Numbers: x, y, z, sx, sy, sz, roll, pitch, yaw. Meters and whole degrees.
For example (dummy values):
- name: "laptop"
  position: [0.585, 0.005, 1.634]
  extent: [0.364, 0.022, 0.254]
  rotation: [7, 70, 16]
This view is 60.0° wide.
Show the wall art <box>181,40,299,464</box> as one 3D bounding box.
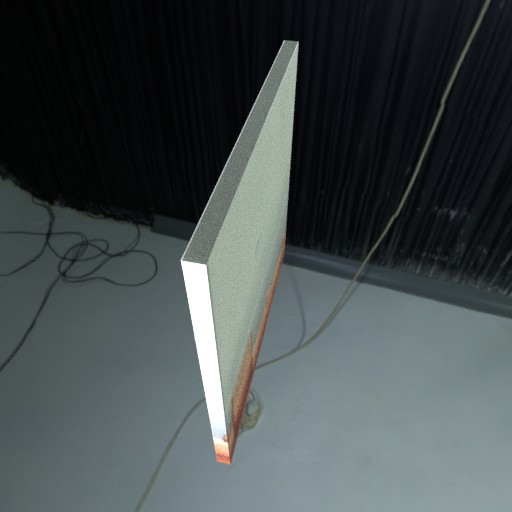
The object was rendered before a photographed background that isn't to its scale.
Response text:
- name: "wall art"
  position: [0.000, 0.000, 1.114]
  extent: [0.042, 0.760, 0.760]
  rotation: [9, 47, 9]
